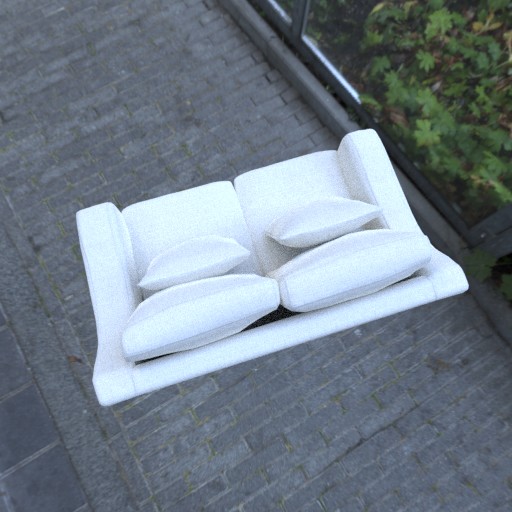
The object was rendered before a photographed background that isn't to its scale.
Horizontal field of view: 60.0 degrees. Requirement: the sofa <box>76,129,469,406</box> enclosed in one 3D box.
[{"bbox_3d":[0.000,0.000,2.373,1.744,1.047,1.040,-17,76,-4],"label":"sofa"}]
